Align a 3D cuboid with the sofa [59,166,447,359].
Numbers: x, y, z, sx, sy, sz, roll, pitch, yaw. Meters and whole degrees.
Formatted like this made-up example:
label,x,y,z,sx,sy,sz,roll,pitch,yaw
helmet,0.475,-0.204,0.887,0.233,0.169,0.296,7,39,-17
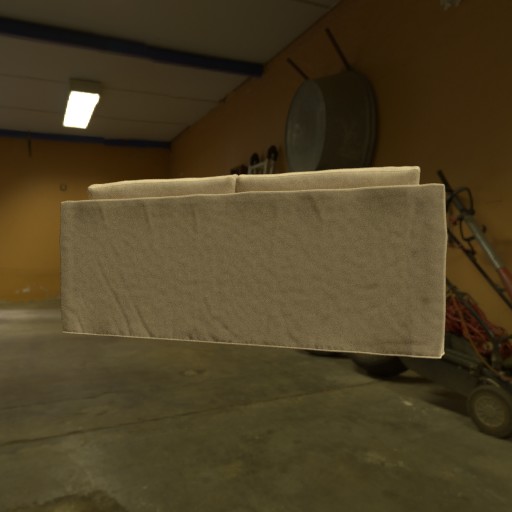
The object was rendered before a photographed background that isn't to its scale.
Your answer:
label,x,y,z,sx,sy,sz,roll,pitch,yaw
sofa,0.000,0.000,2.526,1.959,0.835,0.962,0,0,19
